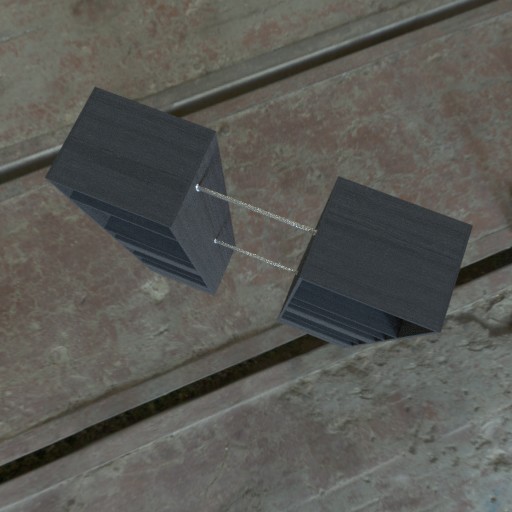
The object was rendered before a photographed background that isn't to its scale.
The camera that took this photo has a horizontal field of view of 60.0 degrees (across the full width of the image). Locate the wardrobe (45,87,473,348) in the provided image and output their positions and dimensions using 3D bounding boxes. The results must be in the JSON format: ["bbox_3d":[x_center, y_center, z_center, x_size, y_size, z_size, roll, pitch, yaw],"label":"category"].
[{"bbox_3d":[0.000,0.000,2.858,1.770,2.000,0.480,21,77,5],"label":"wardrobe"}]
